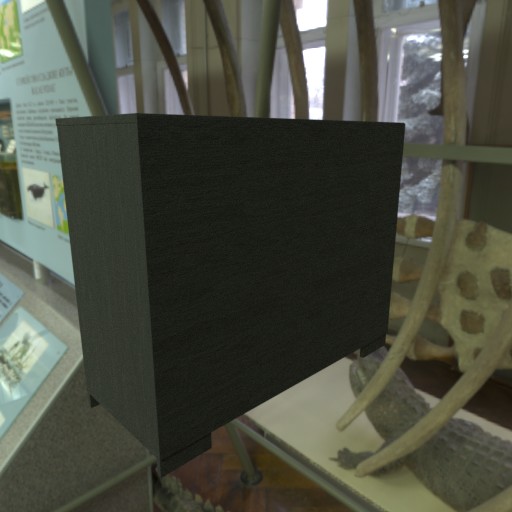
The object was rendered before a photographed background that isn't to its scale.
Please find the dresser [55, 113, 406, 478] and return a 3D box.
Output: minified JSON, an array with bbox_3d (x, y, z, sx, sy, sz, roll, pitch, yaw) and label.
[{"bbox_3d":[0.000,0.000,1.398,0.994,0.816,0.404,-14,21,-42],"label":"dresser"}]
